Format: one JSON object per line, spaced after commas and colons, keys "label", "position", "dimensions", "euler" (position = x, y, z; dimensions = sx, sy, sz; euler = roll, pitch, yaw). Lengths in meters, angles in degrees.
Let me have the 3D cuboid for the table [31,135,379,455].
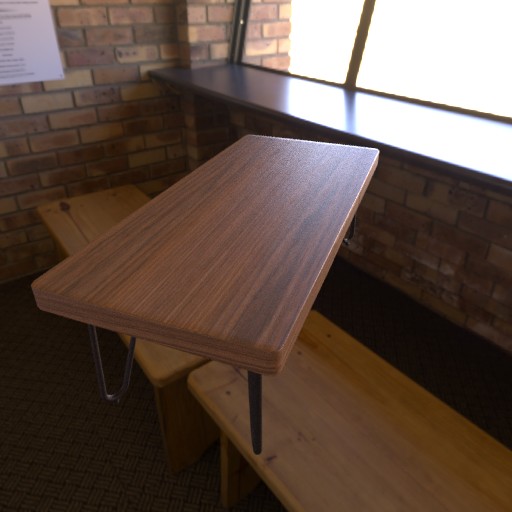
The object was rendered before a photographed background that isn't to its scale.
{"label": "table", "position": [0.000, 0.000, 1.624], "dimensions": [0.637, 0.468, 1.375], "euler": [12, 33, 18]}
